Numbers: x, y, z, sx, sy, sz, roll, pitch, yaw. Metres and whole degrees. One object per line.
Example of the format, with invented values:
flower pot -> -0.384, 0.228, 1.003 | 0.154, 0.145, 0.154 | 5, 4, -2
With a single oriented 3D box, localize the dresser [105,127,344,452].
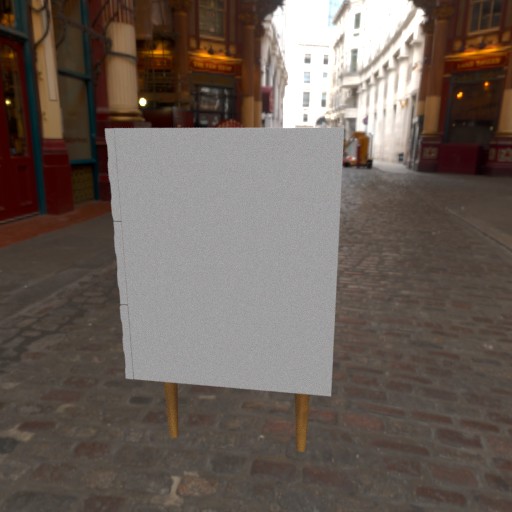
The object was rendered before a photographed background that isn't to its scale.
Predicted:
dresser -> 0.000, 0.000, 1.336 | 0.457, 0.721, 0.905 | 2, 15, 9
